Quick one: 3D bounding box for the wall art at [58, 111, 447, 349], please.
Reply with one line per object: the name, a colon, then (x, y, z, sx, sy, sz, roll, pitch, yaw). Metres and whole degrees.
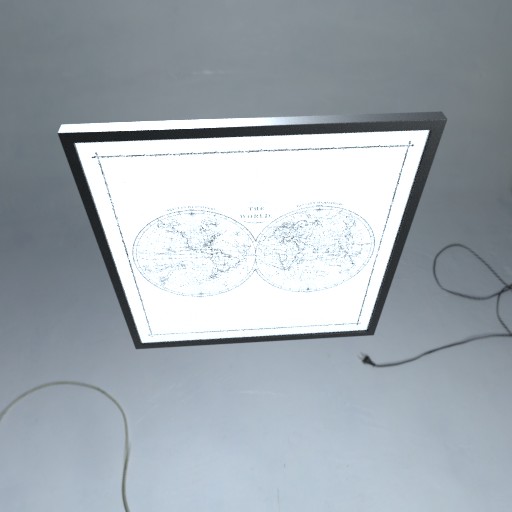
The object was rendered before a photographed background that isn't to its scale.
wall art: (0.000, 0.000, 1.167, 0.773, 0.775, 0.031, -3, 46, -3)
